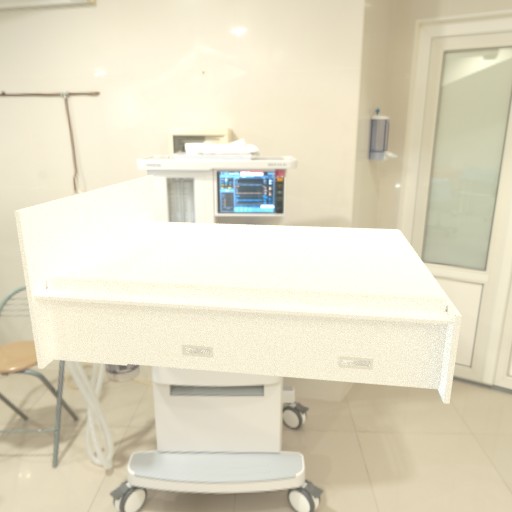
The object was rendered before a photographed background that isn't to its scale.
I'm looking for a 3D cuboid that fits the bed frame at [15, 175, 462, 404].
[{"bbox_3d":[0.000,0.000,2.740,1.960,0.800,1.622,2,16,8],"label":"bed frame"}]
